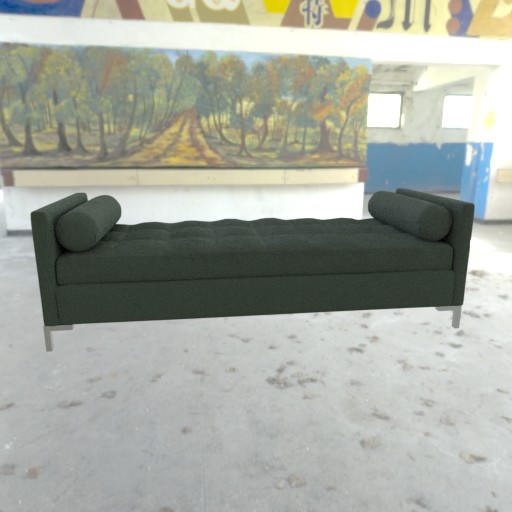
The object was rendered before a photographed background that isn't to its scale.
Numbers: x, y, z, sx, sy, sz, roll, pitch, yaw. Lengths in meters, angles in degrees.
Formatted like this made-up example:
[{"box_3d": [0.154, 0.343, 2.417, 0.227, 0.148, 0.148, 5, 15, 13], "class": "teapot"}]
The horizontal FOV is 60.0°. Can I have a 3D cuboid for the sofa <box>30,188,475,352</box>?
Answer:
[{"box_3d": [0.000, 0.000, 2.486, 2.102, 0.657, 0.797, -2, 14, -7], "class": "sofa"}]
